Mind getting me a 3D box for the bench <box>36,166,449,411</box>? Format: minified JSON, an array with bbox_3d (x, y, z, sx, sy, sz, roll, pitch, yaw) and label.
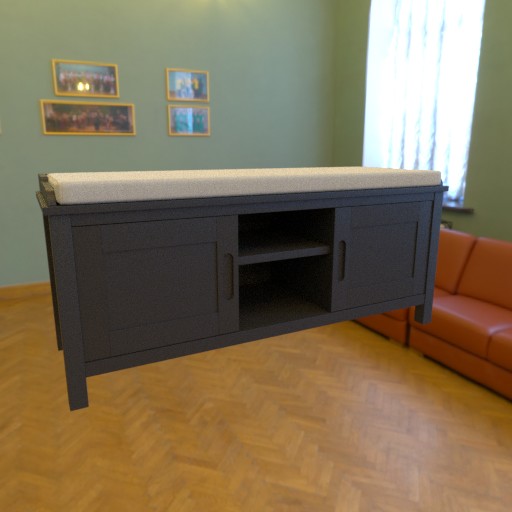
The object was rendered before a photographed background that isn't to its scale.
[{"bbox_3d":[0.000,0.000,1.334,1.140,0.501,0.398,-7,15,-27],"label":"bench"}]
